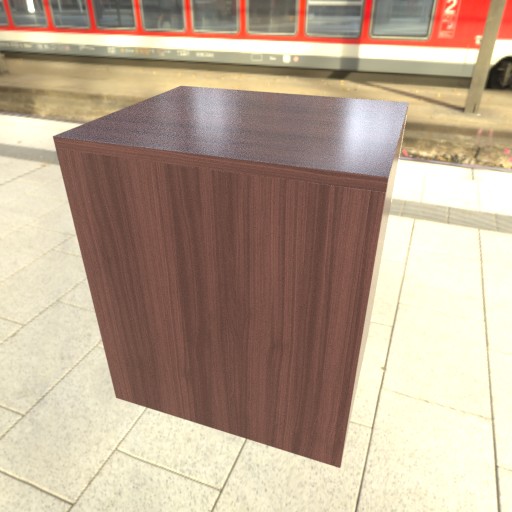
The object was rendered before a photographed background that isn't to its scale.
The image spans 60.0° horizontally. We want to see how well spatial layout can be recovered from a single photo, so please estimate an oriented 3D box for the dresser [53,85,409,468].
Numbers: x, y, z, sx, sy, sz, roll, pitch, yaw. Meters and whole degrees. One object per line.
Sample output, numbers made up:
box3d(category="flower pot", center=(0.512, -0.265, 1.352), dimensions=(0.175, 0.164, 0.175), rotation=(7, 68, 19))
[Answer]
box3d(category="dresser", center=(0.000, 0.000, 0.752), dimensions=(0.400, 0.470, 0.360), rotation=(11, 33, 17))
